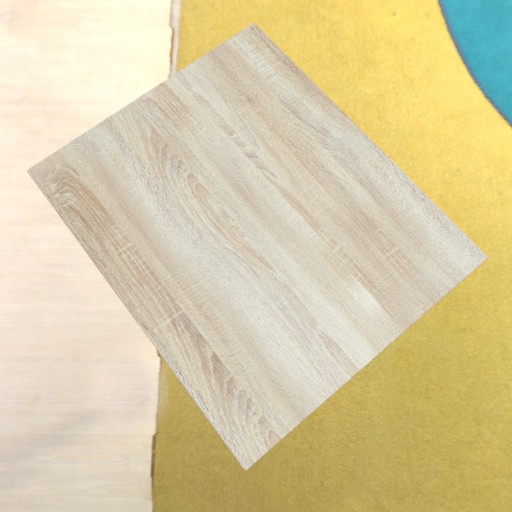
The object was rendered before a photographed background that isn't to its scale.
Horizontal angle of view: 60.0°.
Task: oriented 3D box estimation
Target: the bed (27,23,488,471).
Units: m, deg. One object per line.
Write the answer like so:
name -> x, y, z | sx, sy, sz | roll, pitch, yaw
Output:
bed -> 0.000, 0.000, 0.764 | 0.401, 0.420, 0.460 | -38, 77, -10
